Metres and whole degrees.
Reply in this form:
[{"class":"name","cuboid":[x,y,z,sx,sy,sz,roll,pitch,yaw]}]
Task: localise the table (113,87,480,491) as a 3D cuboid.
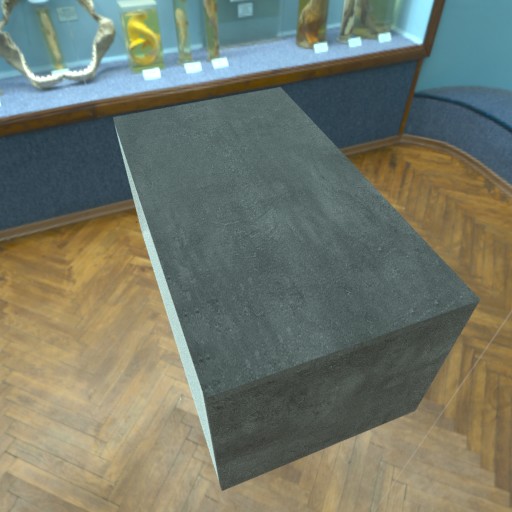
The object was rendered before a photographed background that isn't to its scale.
[{"class":"table","cuboid":[0.000,0.000,0.920,0.400,0.350,0.700,-16,48,-15]}]
